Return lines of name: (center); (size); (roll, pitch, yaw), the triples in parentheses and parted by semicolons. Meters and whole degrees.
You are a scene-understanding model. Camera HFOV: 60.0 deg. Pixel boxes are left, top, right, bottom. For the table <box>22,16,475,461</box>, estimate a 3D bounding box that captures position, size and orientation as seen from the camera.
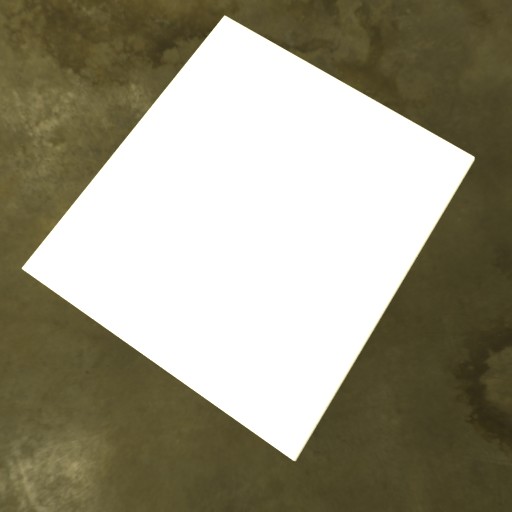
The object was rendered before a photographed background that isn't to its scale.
table: (0.000, 0.000, 0.758); (0.380, 0.460, 0.420); (33, 79, 7)
